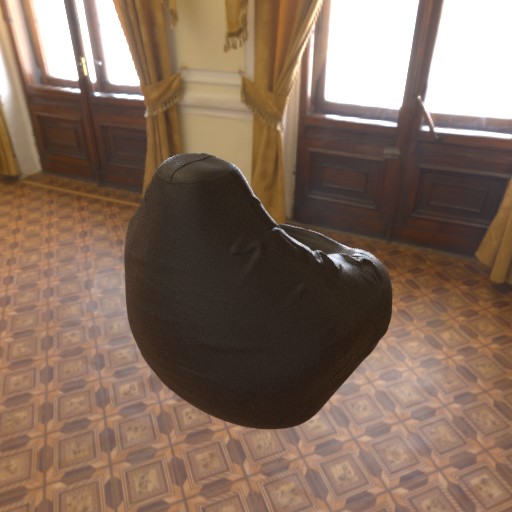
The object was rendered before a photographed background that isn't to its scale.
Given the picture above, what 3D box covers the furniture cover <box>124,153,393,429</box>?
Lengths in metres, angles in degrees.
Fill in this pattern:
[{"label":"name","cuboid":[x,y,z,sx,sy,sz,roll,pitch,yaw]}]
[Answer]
[{"label":"furniture cover","cuboid":[0.000,0.000,1.836,1.070,0.990,1.070,21,37,31]}]
